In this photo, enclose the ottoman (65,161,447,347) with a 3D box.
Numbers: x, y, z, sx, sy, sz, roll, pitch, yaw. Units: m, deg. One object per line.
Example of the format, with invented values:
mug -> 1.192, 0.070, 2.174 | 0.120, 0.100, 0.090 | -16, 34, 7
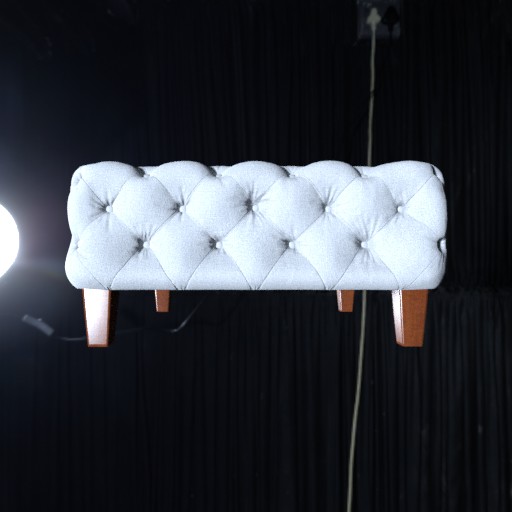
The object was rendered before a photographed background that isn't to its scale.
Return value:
ottoman -> 0.000, 0.000, 1.195 | 0.764, 0.365, 0.758 | 0, -1, 0
